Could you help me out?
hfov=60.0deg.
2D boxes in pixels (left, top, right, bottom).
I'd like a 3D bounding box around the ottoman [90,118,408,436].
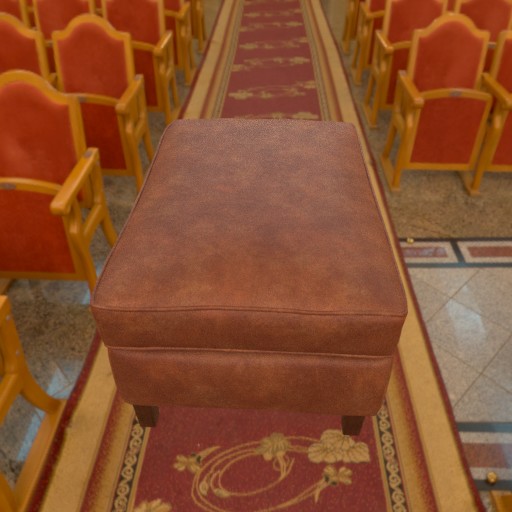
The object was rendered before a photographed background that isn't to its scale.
[{"bbox_3d":[0.000,0.000,0.978,0.501,0.418,0.665,2,40,2],"label":"ottoman"}]
